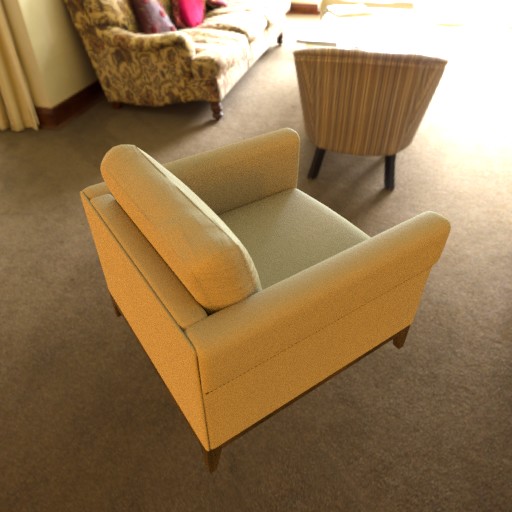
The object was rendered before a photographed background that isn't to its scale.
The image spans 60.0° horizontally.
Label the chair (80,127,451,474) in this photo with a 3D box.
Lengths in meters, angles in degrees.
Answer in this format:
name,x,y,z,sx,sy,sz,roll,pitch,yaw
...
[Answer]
name,x,y,z,sx,sy,sz,roll,pitch,yaw
chair,0.000,0.000,1.680,0.959,0.838,0.914,-24,46,-25
